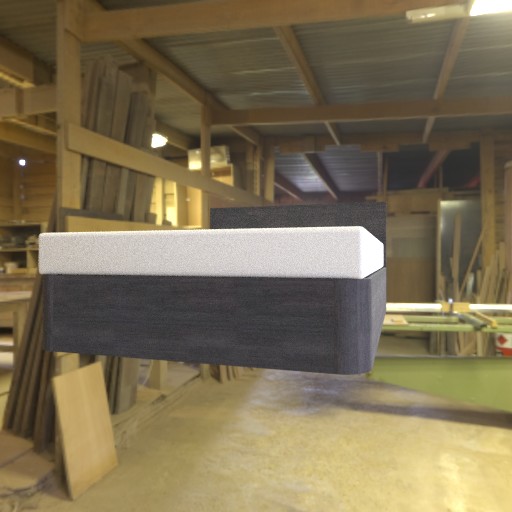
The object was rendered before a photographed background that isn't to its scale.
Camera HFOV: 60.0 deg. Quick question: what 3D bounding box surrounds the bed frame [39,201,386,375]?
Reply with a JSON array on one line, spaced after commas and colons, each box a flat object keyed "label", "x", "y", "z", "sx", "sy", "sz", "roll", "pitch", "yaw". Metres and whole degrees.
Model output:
[{"label": "bed frame", "x": 0.000, "y": 0.000, "z": 2.569, "sx": 1.400, "sy": 0.800, "sz": 1.900, "roll": 0, "pitch": 0, "yaw": 18}]
